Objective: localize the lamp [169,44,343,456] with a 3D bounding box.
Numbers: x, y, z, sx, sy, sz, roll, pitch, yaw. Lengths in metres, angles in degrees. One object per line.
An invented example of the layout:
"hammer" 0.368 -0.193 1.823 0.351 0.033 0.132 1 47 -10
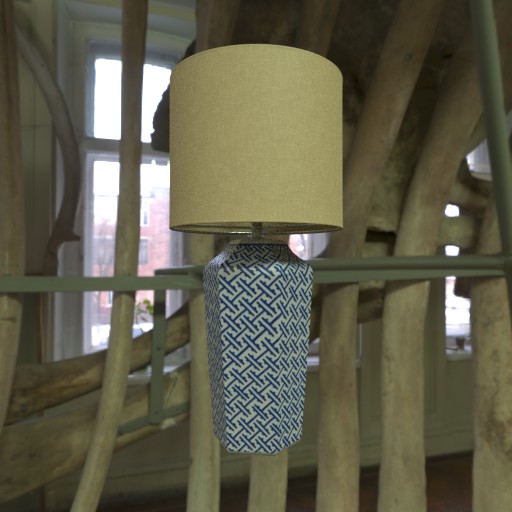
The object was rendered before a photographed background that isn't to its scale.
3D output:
"lamp" 0.000 0.000 0.830 0.320 0.682 0.320 0 -1 -17
